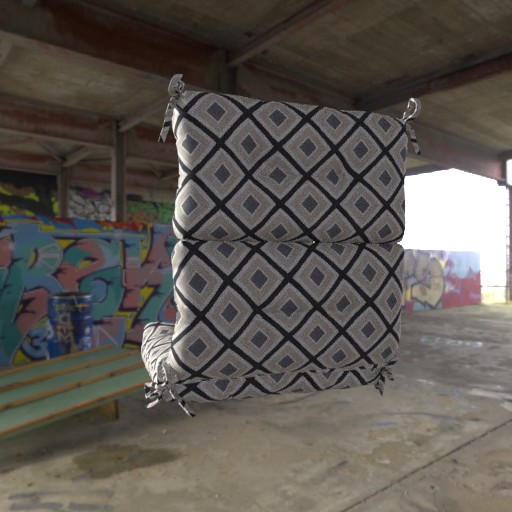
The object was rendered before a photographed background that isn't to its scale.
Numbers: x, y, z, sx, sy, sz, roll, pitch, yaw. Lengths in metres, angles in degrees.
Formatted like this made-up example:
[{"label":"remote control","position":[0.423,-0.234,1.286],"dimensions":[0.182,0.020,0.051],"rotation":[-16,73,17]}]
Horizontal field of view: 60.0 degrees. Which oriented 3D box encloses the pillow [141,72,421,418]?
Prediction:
[{"label":"pillow","position":[0.000,0.000,1.022],"dimensions":[0.519,0.605,0.571],"rotation":[0,-1,-19]}]
